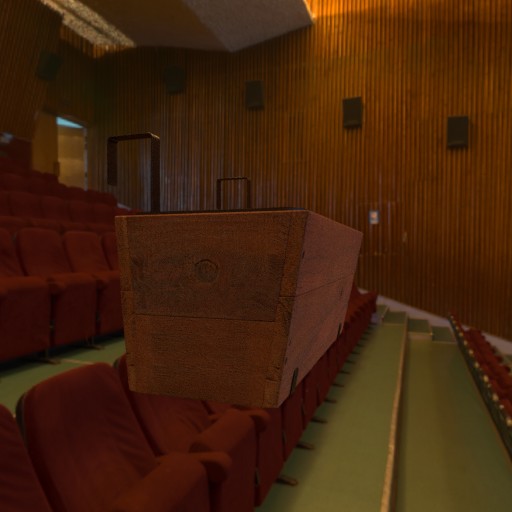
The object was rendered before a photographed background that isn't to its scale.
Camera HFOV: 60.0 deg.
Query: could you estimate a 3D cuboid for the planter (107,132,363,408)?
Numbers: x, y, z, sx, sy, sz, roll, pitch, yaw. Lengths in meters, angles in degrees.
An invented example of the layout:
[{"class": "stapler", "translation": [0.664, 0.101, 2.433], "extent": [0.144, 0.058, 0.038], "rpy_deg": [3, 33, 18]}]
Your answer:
[{"class": "planter", "translation": [0.000, 0.000, 0.652], "extent": [0.262, 0.289, 0.480], "rpy_deg": [0, 1, 19]}]
